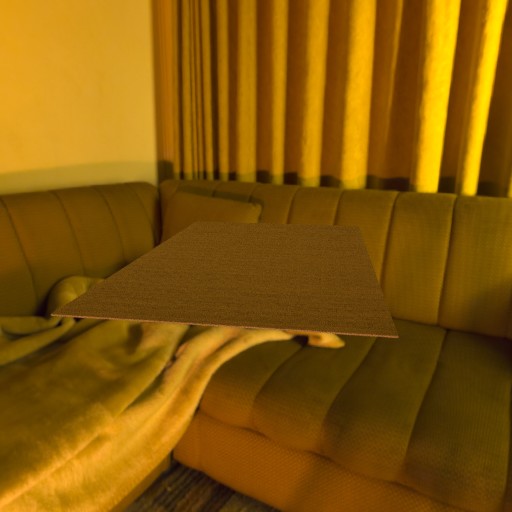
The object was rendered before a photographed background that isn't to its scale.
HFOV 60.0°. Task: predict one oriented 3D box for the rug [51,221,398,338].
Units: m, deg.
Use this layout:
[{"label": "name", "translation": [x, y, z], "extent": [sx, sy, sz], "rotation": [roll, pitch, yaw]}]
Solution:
[{"label": "rug", "translation": [0.000, 0.000, 2.261], "extent": [1.142, 0.006, 1.752], "rotation": [2, 15, 8]}]
